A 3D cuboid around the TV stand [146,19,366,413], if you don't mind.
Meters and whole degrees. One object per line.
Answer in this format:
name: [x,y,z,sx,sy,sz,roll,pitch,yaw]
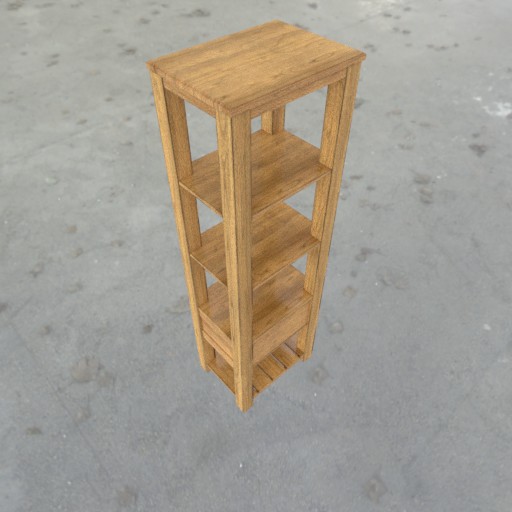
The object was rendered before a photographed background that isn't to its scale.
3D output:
TV stand: [0.000,0.000,2.062,0.565,1.828,0.435,-33,54,-28]
